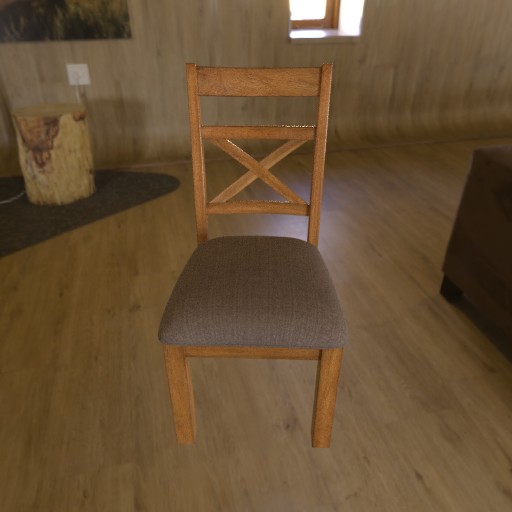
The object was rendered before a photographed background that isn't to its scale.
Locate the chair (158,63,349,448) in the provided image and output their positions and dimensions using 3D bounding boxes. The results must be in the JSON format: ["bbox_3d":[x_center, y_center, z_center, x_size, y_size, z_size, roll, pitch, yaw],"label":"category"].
[{"bbox_3d":[0.000,0.000,1.263,0.470,0.949,0.581,1,31,2],"label":"chair"}]
